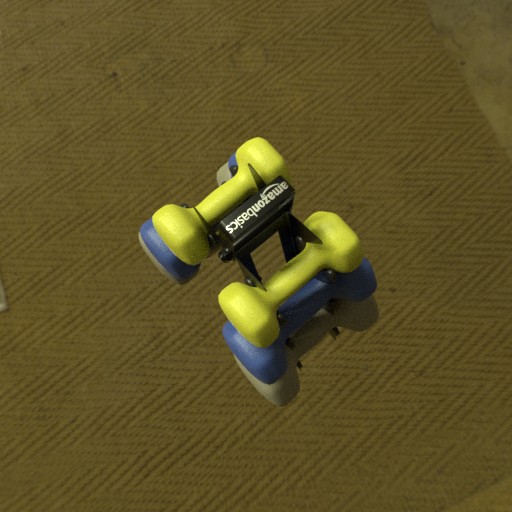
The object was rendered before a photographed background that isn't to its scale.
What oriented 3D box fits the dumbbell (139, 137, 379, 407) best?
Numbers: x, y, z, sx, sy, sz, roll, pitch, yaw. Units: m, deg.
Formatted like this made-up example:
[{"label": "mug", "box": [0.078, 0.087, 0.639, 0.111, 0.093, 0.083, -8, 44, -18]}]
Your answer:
[{"label": "dumbbell", "box": [0.000, 0.000, 0.693, 0.261, 0.426, 0.416, -39, 78, -10]}]
